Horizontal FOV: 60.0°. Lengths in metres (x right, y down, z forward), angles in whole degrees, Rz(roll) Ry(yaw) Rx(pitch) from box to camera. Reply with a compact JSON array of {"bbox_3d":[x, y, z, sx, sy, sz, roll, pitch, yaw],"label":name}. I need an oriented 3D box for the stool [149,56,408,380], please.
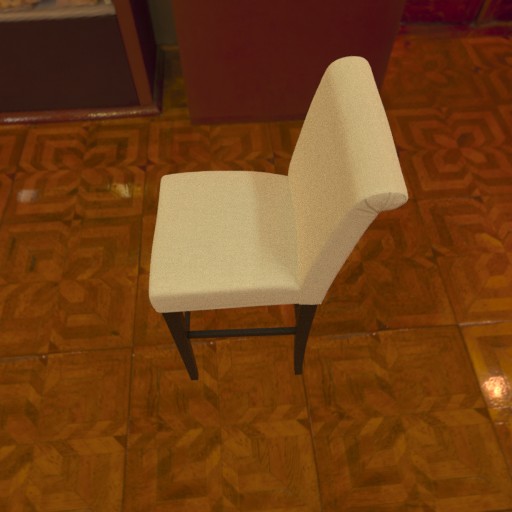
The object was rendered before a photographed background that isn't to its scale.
[{"bbox_3d":[0.000,0.000,1.442,0.597,1.124,0.452,-2,57,-1],"label":"stool"}]
